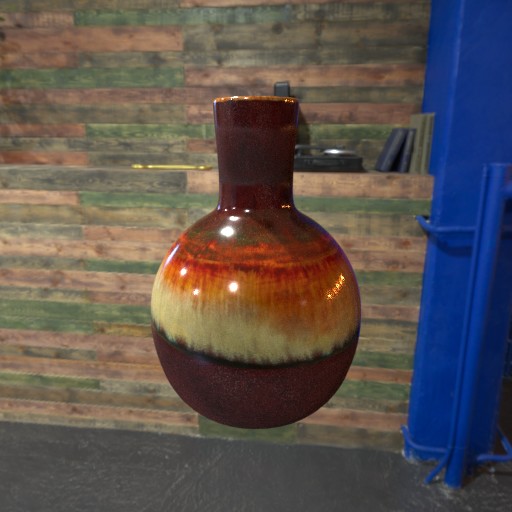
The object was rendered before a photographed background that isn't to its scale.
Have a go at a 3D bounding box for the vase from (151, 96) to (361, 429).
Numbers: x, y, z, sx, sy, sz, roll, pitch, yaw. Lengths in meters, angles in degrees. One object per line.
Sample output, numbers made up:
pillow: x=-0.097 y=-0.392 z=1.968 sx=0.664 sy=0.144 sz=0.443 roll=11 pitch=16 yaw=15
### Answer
vase: x=0.000 y=0.000 z=0.231 sx=0.111 sy=0.154 sz=0.111 roll=0 pitch=15 yaw=0
